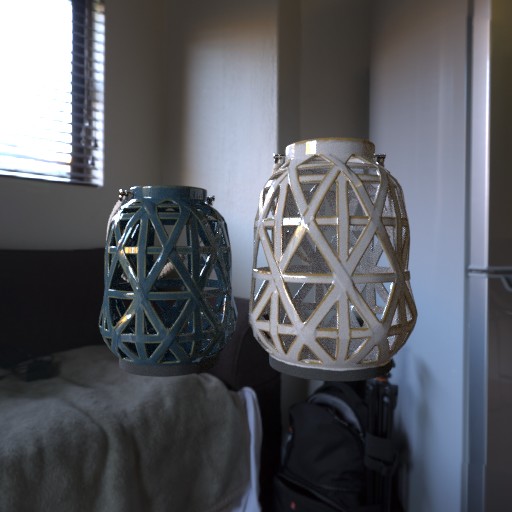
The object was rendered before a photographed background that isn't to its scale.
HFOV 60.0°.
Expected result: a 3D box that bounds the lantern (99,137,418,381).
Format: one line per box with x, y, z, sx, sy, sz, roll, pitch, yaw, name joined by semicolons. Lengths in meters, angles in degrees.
0.000;0.000;0.640;0.439;0.307;0.245;0;2;1;lantern
